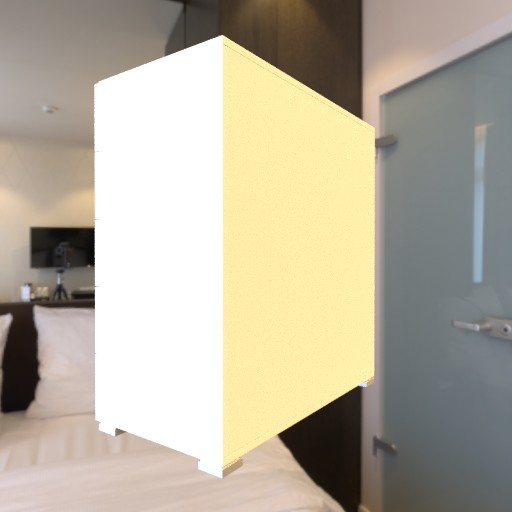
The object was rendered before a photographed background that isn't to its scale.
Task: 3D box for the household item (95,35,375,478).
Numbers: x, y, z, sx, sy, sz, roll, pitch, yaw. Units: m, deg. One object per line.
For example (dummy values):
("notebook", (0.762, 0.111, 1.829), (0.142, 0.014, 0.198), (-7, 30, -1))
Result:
("household item", (0.000, 0.000, 1.316), (0.420, 0.870, 0.800), (0, 1, 36))
